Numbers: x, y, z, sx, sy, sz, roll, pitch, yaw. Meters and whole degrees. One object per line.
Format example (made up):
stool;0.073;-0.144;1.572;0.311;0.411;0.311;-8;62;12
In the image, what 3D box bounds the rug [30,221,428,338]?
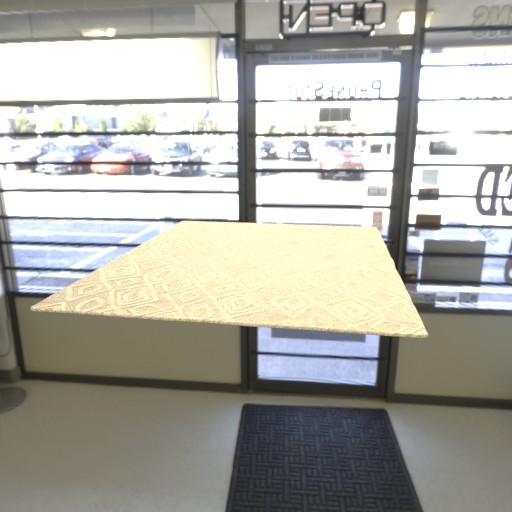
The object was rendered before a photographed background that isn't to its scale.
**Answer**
rug;0.000;0.000;4.080;2.449;0.025;3.049;3;15;9
